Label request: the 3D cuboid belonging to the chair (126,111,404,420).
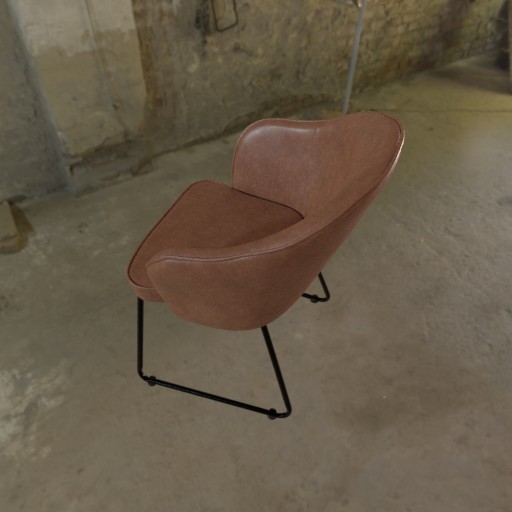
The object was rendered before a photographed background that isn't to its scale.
[{"bbox_3d":[0.000,0.000,1.163,0.580,0.785,0.582,14,46,14],"label":"chair"}]
